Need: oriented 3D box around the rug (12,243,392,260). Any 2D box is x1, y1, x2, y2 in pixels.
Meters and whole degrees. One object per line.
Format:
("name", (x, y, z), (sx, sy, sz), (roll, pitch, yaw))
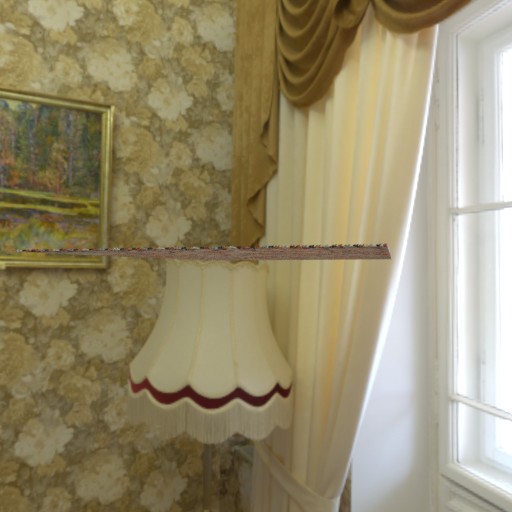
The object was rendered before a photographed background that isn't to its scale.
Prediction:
("rug", (0.000, 0.000, 4.194), (2.439, 0.015, 3.274), (-1, -2, 17))
